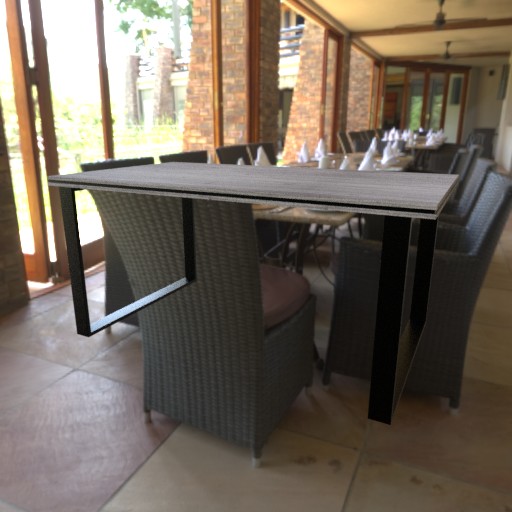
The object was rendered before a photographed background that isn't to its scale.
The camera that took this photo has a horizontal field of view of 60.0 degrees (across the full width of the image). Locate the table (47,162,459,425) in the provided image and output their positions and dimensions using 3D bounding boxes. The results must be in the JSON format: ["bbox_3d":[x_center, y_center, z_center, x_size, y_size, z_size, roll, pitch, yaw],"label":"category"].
[{"bbox_3d":[0.000,0.000,2.048,1.579,0.736,0.881,8,18,26],"label":"table"}]
